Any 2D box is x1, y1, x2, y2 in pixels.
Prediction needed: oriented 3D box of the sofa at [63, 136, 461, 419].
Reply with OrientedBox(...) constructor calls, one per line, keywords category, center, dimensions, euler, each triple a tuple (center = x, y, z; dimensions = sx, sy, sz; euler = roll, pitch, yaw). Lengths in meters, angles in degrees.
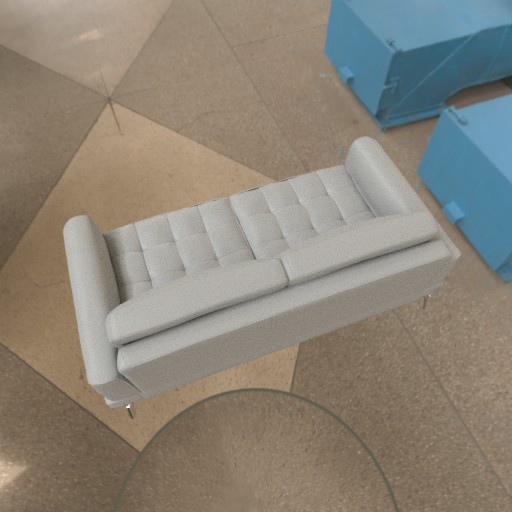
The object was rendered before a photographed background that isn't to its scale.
OrientedBox(category="sofa", center=(0.000, 0.000, 2.725), dimensions=(2.177, 0.930, 1.121), euler=(-18, 59, -11))
